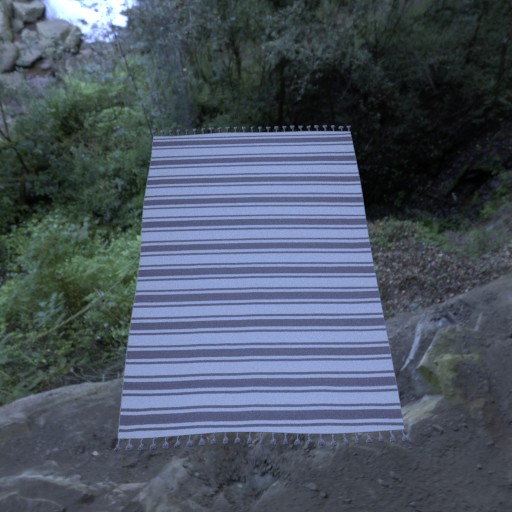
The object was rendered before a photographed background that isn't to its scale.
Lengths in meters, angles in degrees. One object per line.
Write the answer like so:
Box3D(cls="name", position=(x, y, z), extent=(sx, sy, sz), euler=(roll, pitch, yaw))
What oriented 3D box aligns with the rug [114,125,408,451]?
Box3D(cls="rug", position=(0.000, 0.000, 3.792), extent=(2.030, 0.017, 3.040), euler=(-1, 61, -1))
